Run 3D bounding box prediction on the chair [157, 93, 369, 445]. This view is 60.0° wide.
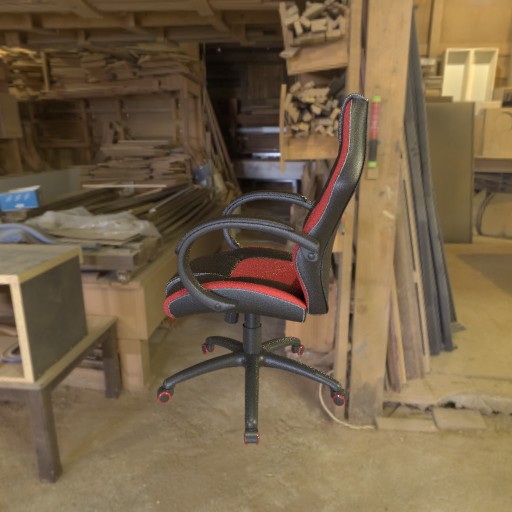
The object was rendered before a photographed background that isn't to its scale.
[{"bbox_3d":[0.000,0.000,1.743,0.783,1.189,0.750,3,16,10],"label":"chair"}]
